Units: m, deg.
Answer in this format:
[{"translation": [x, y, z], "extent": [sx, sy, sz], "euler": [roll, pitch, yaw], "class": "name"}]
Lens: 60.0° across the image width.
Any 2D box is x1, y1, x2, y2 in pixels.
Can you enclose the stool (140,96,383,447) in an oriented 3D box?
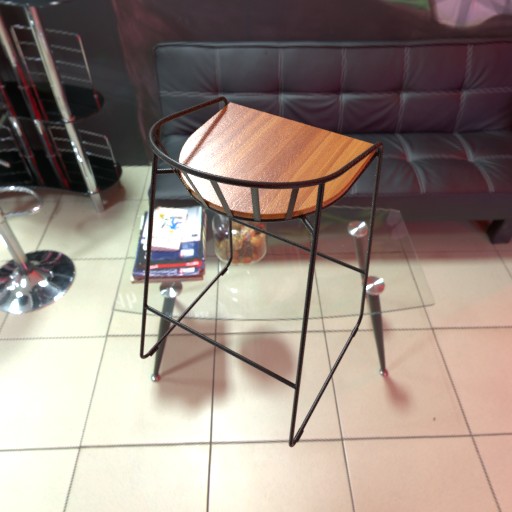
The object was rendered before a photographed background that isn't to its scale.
[{"translation": [0.000, 0.000, 1.185], "extent": [0.546, 0.812, 0.521], "euler": [23, 50, 21], "class": "stool"}]
